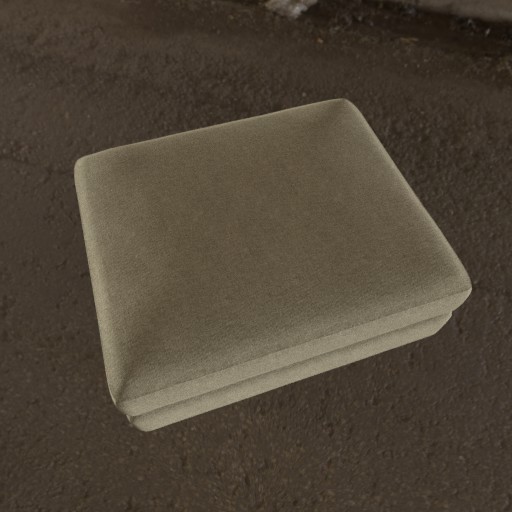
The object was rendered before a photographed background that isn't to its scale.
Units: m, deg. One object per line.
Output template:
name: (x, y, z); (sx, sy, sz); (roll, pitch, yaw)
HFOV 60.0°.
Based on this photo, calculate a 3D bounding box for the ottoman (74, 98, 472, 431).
ottoman: (0.000, 0.000, 1.232); (0.821, 0.474, 0.693); (-16, 60, -10)
